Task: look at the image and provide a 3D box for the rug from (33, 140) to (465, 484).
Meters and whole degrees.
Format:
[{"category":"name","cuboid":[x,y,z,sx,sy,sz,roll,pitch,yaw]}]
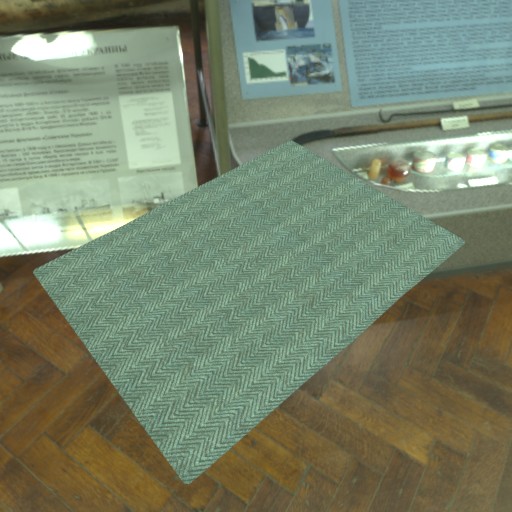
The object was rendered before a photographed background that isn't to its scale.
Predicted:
[{"category":"rug","cuboid":[0.000,0.000,4.981,3.957,0.011,2.894,-33,55,-27]}]
